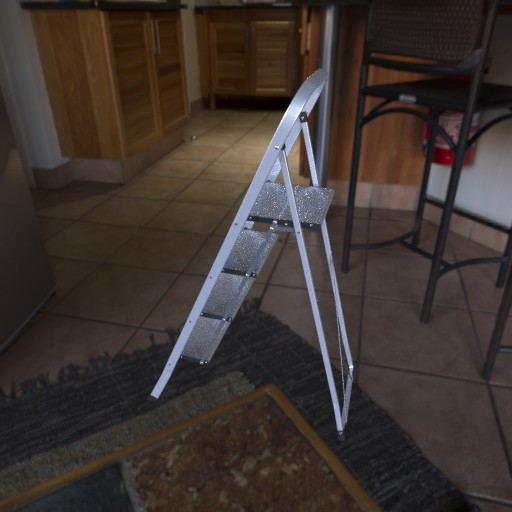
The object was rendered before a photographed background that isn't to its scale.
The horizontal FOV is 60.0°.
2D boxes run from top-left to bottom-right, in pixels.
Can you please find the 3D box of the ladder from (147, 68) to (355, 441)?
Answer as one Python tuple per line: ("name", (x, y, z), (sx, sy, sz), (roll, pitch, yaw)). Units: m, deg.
("ladder", (0.000, 0.000, 1.653), (0.830, 1.290, 0.465), (8, 31, 14))
